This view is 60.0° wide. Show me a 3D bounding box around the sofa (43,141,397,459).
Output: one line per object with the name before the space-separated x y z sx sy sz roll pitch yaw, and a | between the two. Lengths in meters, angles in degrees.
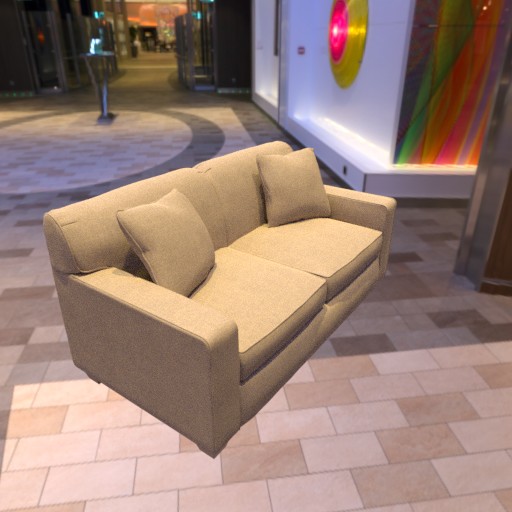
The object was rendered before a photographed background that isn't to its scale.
sofa | 0.000 0.000 2.490 0.998 0.958 1.846 18 31 31
